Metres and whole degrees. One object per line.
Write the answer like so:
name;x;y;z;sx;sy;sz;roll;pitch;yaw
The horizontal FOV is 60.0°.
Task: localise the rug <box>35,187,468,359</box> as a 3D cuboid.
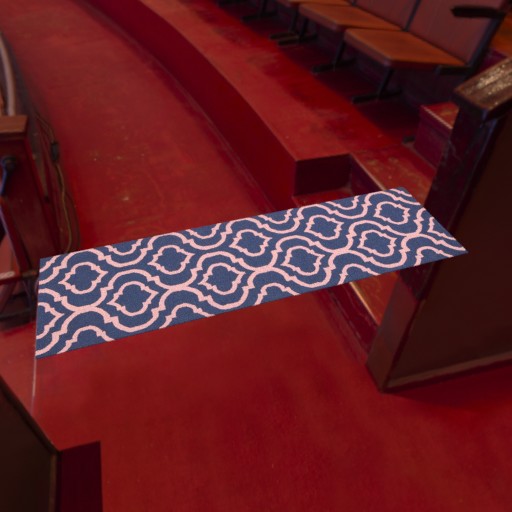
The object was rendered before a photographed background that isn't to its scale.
rug;0.000;0.000;2.482;2.296;0.006;0.685;-12;44;-13
